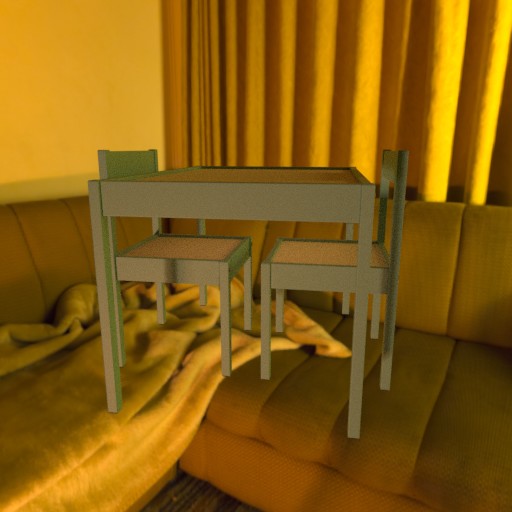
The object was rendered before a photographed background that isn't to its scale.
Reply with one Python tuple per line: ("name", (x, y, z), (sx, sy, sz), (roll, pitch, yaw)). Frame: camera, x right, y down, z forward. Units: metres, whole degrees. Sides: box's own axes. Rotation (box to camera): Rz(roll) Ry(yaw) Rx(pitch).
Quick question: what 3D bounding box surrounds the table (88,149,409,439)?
("table", (0.000, 0.000, 1.078), (0.633, 0.503, 0.639), (2, 14, 9))
